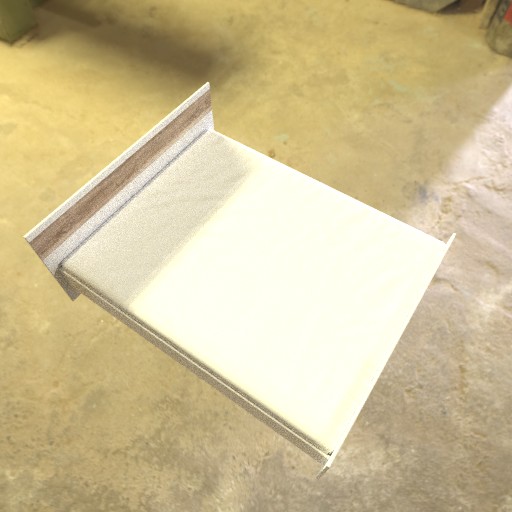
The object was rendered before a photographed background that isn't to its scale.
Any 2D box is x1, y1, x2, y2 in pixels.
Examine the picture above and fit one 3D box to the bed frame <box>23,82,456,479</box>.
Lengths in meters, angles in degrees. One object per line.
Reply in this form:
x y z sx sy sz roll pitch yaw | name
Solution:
0.000 0.000 2.947 2.060 0.800 1.720 30 62 18 | bed frame
